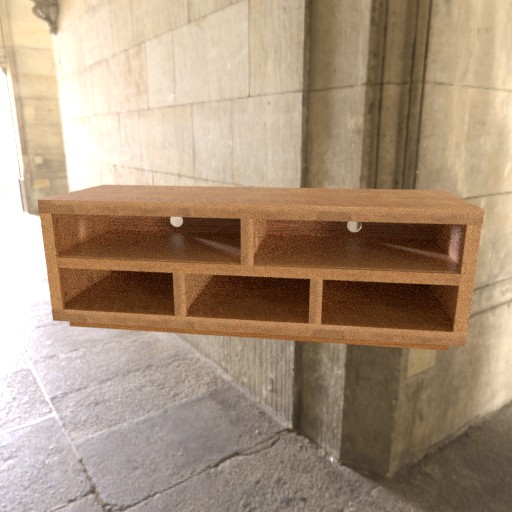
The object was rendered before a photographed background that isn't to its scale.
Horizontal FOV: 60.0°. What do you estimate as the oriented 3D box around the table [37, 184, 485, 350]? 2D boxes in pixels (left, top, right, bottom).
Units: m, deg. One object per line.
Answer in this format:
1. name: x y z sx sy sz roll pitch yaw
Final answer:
1. table: 0.000 0.000 1.772 1.499 0.491 0.499 2 15 8
